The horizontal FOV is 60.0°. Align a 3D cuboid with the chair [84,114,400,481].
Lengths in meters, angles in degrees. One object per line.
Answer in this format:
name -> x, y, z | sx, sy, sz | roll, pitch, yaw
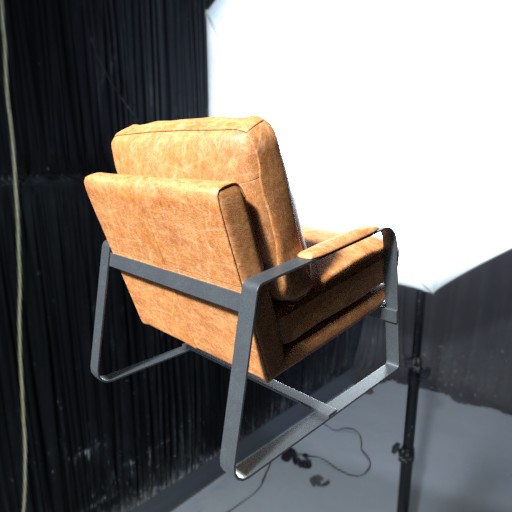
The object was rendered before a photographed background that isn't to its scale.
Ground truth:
chair -> 0.000, 0.000, 1.351 | 0.651, 0.777, 0.801 | 13, 18, 43
